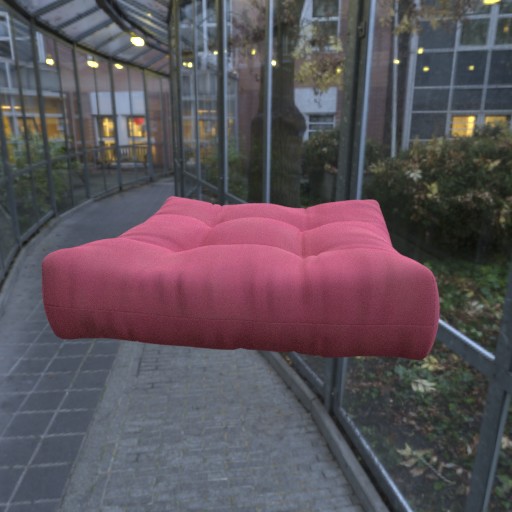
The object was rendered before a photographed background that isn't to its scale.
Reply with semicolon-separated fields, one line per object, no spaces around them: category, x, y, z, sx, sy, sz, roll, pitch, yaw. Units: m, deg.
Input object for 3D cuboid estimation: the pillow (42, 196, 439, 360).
pillow;0.000;0.000;0.719;0.468;0.128;0.490;2;16;7
